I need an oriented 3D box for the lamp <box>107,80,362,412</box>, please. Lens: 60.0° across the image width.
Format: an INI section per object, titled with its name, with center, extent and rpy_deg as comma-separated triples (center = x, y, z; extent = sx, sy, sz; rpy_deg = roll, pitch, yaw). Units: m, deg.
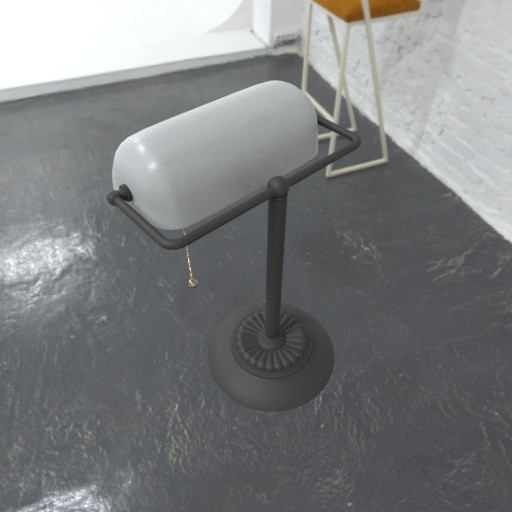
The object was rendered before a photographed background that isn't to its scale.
[lamp]
center = 0.000, 0.000, 0.527
extent = 0.264, 0.339, 0.243
rpy_deg = -33, 54, -28
